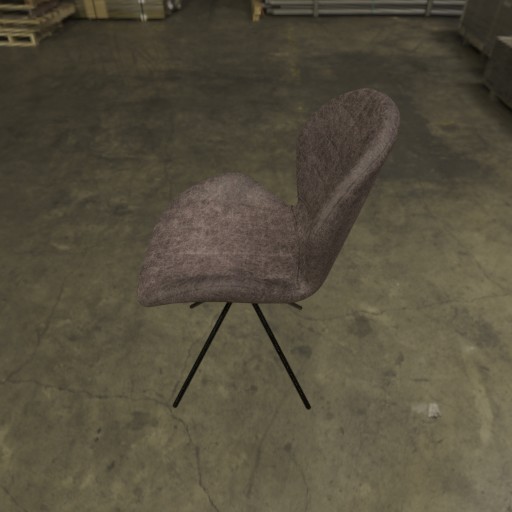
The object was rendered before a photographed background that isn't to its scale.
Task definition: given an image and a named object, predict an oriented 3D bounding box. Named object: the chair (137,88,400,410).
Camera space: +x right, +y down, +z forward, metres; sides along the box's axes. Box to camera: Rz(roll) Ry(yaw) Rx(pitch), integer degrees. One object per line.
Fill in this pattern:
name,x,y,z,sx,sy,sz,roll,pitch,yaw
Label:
chair,0.000,0.000,1.301,0.640,0.934,0.527,1,41,1
